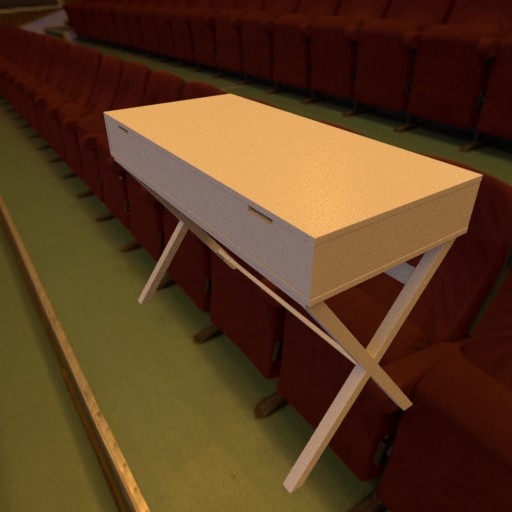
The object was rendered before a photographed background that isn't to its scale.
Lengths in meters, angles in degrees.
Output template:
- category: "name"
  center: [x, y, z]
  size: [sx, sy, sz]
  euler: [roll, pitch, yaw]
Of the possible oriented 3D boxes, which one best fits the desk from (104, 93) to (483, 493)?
- category: "desk"
  center: [0.000, 0.000, 1.446]
  size: [0.509, 0.780, 1.059]
  euler: [-20, 37, -29]
